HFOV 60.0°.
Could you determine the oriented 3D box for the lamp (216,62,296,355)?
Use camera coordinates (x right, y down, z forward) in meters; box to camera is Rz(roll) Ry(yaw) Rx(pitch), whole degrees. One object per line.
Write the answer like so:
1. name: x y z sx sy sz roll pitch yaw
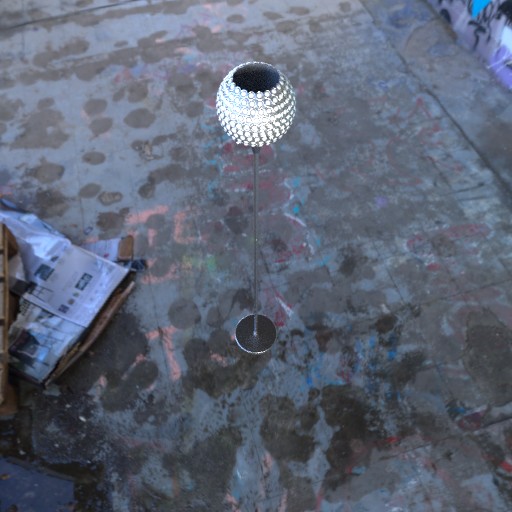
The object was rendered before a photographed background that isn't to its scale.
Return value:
1. lamp: 0.000 0.000 1.956 0.254 1.805 0.254 0 58 0
